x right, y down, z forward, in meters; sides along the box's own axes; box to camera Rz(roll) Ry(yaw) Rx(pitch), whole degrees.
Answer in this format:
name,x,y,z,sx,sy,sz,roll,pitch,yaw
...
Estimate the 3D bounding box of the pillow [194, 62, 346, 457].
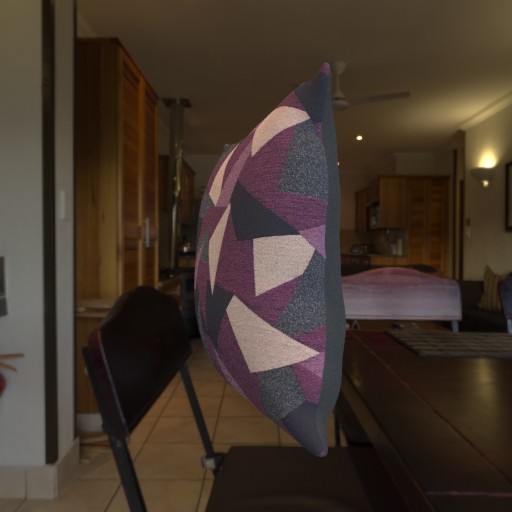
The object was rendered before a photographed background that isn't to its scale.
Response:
name,x,y,z,sx,sy,sz,roll,pitch,yaw
pillow,0.000,0.000,0.777,0.208,0.496,0.503,0,1,-19
